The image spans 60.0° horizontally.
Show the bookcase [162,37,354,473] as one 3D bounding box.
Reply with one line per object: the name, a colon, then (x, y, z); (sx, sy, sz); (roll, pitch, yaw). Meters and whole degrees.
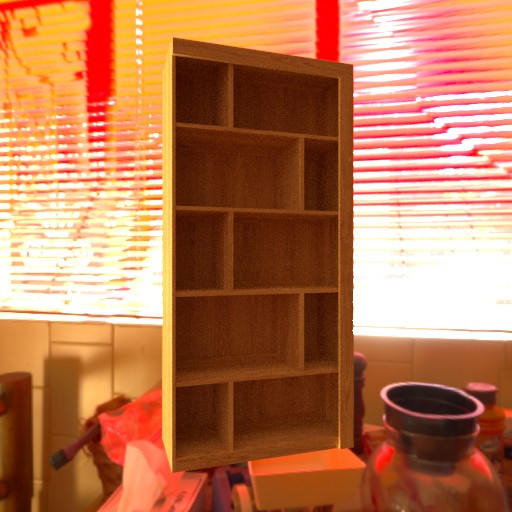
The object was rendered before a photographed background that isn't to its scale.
bookcase: (0.000, 0.000, 2.390); (0.950, 2.020, 0.420); (0, 0, -18)
